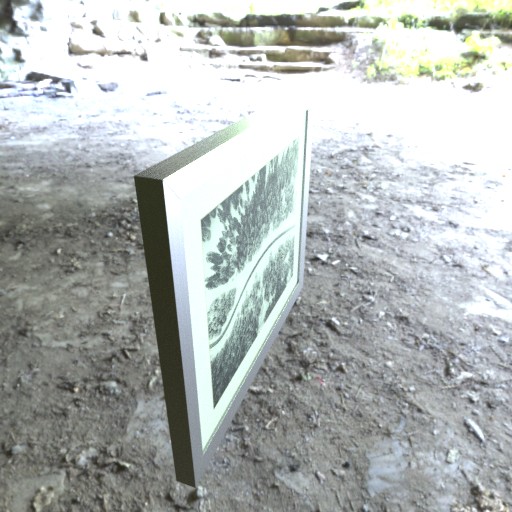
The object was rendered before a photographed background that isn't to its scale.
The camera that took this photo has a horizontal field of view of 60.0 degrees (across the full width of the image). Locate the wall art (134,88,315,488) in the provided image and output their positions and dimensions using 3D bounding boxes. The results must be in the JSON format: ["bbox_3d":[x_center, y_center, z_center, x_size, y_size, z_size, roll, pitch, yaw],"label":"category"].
[{"bbox_3d":[0.000,0.000,0.748,0.032,0.456,0.557,11,31,18],"label":"wall art"}]
